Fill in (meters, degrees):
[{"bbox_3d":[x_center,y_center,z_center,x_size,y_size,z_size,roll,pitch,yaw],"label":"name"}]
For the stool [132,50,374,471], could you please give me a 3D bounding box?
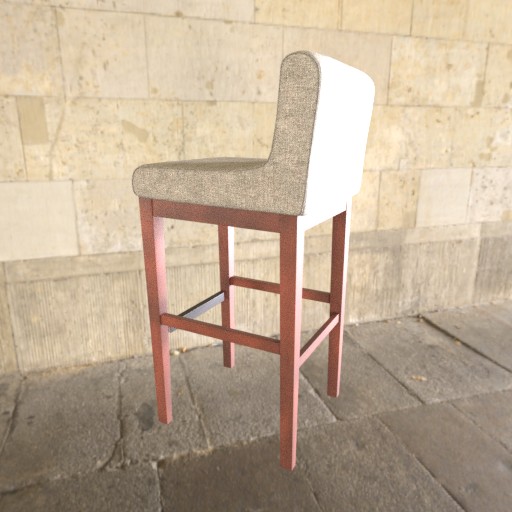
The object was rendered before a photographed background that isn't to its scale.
[{"bbox_3d":[0.000,0.000,1.222,0.499,0.965,0.426,8,18,27],"label":"stool"}]
